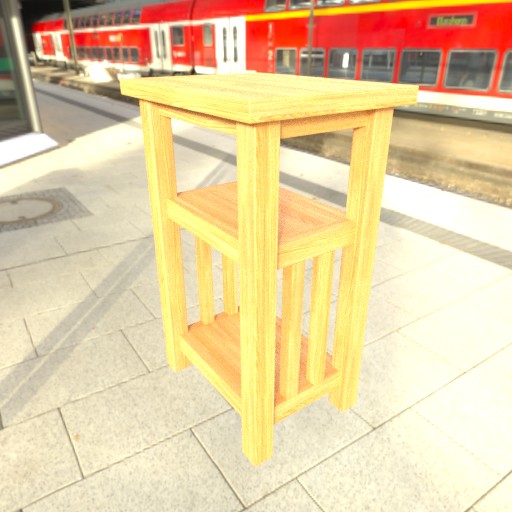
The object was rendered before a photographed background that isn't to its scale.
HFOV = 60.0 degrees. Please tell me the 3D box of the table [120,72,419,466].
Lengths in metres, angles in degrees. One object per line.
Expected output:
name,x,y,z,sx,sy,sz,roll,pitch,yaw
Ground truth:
table,0.000,0.000,0.750,0.270,0.550,0.350,-17,31,-32
